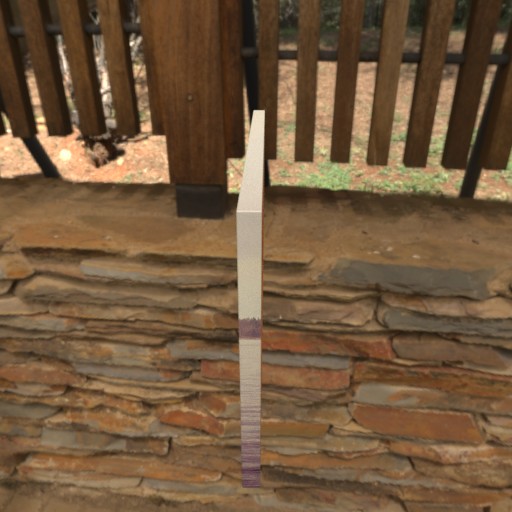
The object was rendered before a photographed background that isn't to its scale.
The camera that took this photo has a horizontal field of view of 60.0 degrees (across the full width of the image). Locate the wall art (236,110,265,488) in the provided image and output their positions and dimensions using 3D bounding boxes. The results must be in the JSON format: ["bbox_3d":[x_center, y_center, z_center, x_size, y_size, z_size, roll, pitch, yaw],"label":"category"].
[{"bbox_3d":[0.000,0.000,1.183,0.037,0.609,0.916,1,27,1],"label":"wall art"}]
